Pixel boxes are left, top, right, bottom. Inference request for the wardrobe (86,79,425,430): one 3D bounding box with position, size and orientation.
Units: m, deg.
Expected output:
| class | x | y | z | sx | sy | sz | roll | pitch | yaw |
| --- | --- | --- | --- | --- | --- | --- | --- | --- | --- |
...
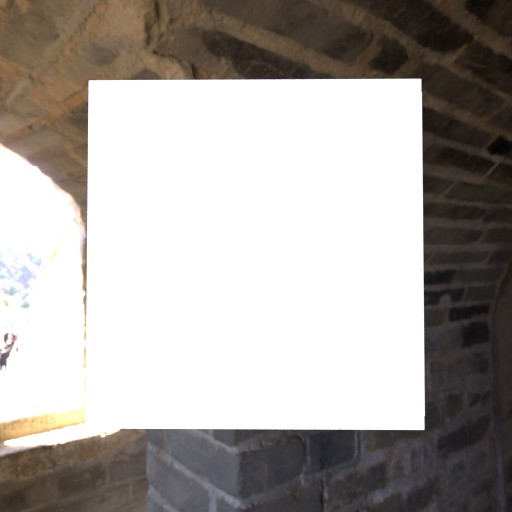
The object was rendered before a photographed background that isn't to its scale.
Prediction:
| class | x | y | z | sx | sy | sz | roll | pitch | yaw |
| --- | --- | --- | --- | --- | --- | --- | --- | --- | --- |
| wardrobe | 0.000 | 0.000 | 0.858 | 0.500 | 0.520 | 0.400 | 0 | -1 | 1 |
